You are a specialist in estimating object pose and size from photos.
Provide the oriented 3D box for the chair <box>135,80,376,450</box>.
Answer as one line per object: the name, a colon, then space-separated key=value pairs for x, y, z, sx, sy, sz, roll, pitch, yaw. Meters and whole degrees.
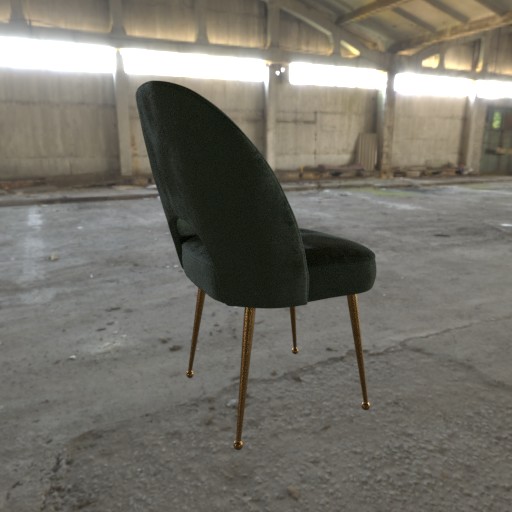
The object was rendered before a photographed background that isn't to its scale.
chair: x=0.000 y=0.000 z=1.222 sx=0.577 sy=0.860 sz=0.527 roll=-6 pitch=15 yaw=-25
